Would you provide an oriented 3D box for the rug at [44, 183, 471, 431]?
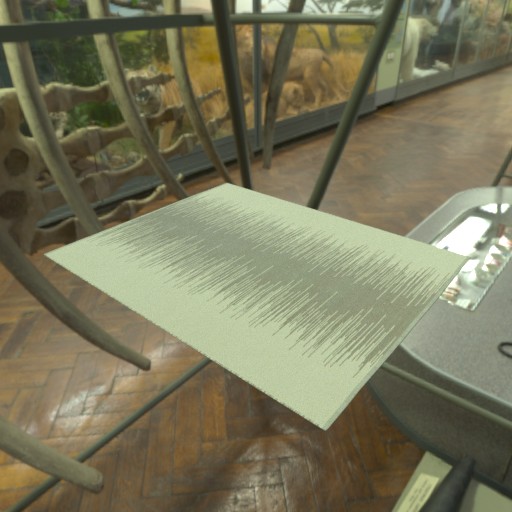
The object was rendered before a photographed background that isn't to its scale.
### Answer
[{"bbox_3d":[0.000,0.000,4.033,3.037,0.010,2.453,22,36,34],"label":"rug"}]
